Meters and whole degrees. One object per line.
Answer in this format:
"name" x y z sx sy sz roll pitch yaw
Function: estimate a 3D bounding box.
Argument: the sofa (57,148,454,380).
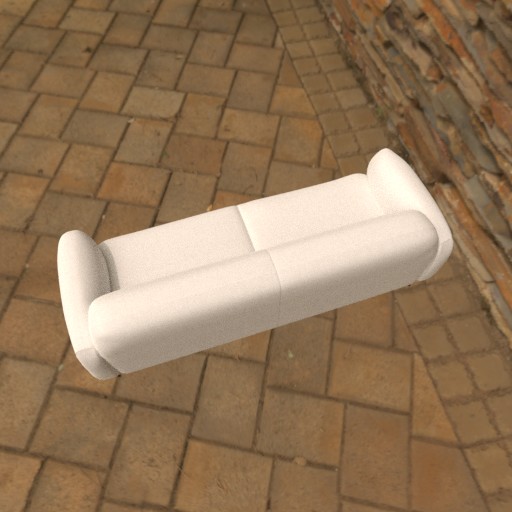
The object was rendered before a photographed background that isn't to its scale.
"sofa" 0.000 0.000 2.754 2.257 0.780 0.880 -16 61 -9
